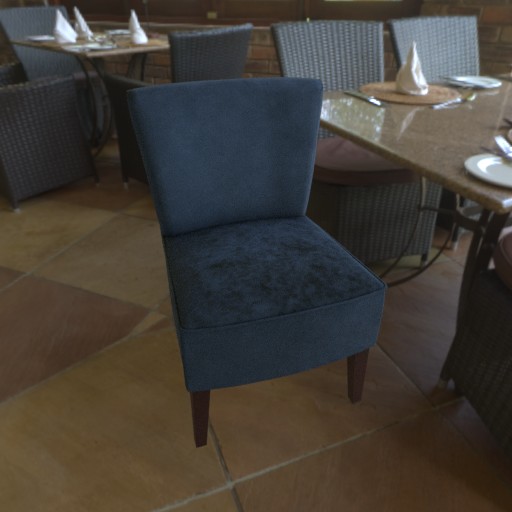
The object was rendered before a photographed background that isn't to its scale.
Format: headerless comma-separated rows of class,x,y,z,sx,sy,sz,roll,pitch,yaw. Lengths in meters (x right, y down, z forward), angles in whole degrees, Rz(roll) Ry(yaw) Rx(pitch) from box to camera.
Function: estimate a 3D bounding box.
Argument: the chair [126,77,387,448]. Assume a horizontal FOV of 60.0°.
chair,0.000,0.000,1.176,0.521,0.806,0.551,-10,33,-16
